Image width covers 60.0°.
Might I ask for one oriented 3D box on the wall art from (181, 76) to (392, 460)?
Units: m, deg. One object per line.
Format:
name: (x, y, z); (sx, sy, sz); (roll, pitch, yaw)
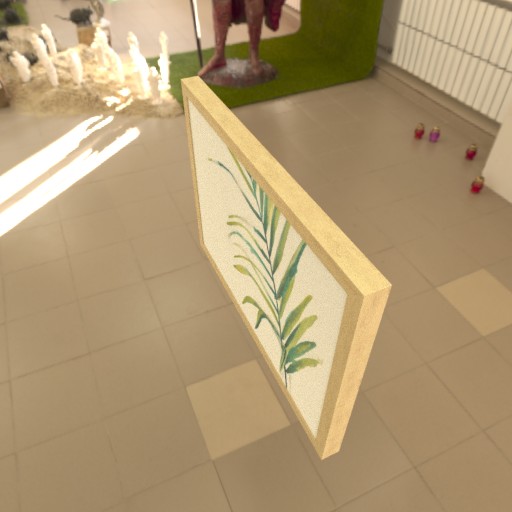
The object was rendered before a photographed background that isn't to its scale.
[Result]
wall art: (0.000, 0.000, 0.715); (0.032, 0.380, 0.532); (-18, 47, -18)
